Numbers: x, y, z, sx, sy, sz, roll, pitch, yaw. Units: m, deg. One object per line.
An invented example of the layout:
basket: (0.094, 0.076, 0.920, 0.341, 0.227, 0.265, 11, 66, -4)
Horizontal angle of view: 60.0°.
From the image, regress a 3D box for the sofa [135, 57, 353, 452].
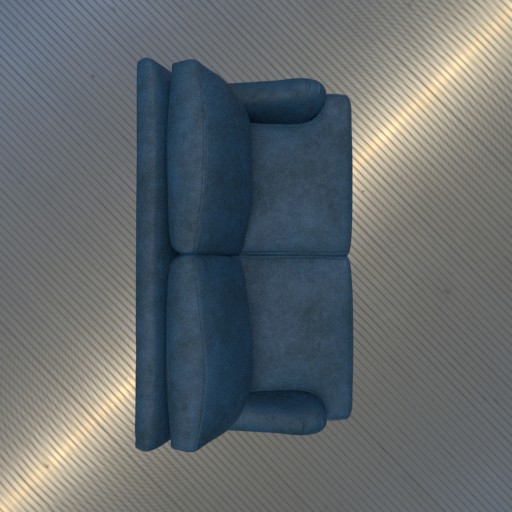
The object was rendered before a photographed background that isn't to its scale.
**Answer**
sofa: (0.000, 0.000, 2.442, 1.084, 1.101, 1.853, 0, 89, 0)
